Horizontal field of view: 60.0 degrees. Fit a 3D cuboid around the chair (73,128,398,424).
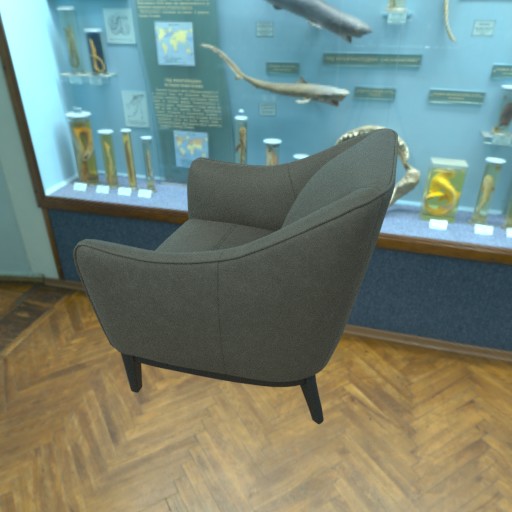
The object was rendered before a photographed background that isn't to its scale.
[{"bbox_3d":[0.000,0.000,1.575,0.852,0.830,0.871,8,30,14],"label":"chair"}]
